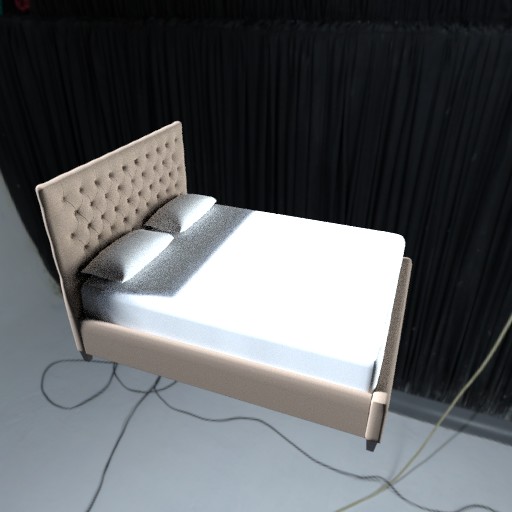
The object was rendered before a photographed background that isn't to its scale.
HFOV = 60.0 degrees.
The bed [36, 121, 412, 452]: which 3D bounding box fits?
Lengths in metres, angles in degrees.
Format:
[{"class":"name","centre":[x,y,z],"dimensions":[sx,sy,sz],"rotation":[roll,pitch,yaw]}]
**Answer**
[{"class":"bed","centre":[0.000,0.000,3.331],"dimensions":[2.233,1.426,1.696],"rotation":[11,33,18]}]
